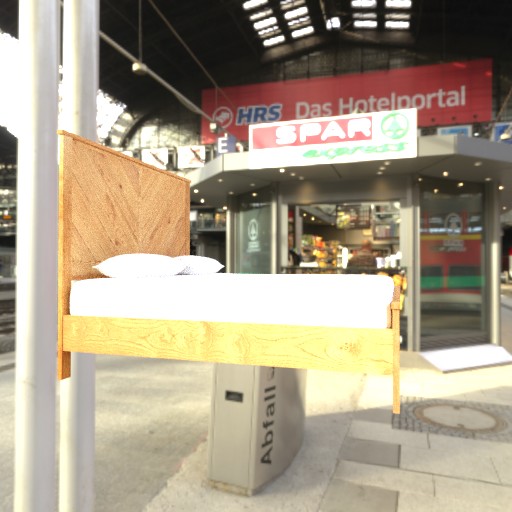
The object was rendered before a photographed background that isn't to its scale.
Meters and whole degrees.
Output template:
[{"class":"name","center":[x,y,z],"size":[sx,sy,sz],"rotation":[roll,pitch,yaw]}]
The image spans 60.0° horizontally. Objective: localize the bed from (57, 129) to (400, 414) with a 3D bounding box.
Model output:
[{"class":"bed","center":[0.000,0.000,3.562],"size":[2.201,1.686,1.936],"rotation":[0,-1,18]}]
